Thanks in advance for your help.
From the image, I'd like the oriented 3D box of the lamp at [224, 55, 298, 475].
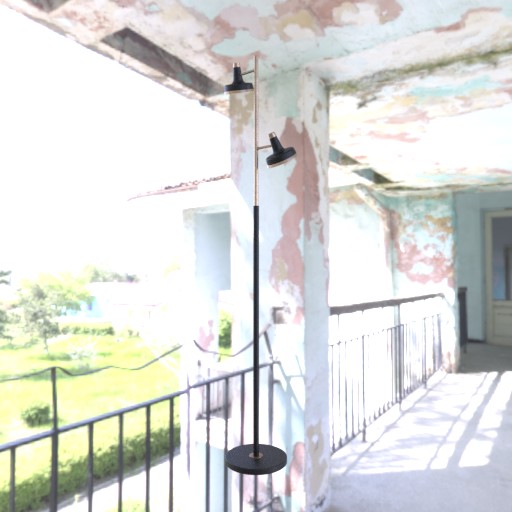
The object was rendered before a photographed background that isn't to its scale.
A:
[{"bbox_3d":[0.000,0.000,1.833,0.351,1.674,0.253,-1,-2,36],"label":"lamp"}]
